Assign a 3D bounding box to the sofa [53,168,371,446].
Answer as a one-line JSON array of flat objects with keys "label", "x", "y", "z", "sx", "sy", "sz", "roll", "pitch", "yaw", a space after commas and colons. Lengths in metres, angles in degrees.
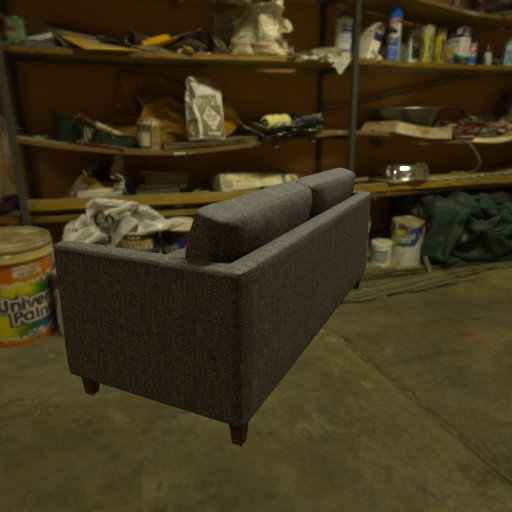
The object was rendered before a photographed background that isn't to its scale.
[{"label": "sofa", "x": 0.000, "y": 0.000, "z": 2.733, "sx": 0.948, "sy": 0.960, "sz": 2.208, "roll": 8, "pitch": 18, "yaw": 25}]
